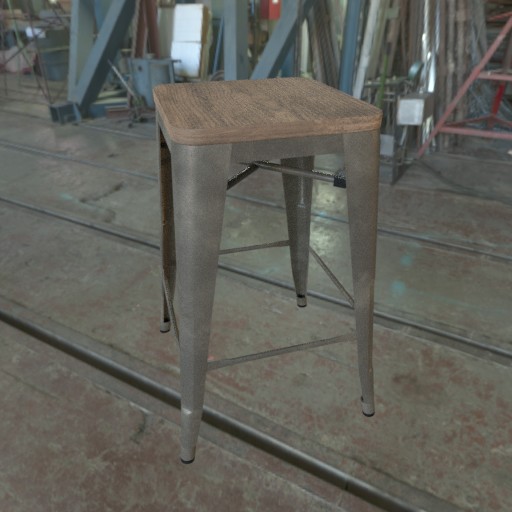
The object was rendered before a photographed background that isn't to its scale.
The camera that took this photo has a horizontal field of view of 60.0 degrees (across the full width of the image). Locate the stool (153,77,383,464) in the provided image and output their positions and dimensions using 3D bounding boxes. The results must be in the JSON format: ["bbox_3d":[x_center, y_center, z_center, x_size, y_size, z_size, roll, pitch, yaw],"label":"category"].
[{"bbox_3d":[0.000,0.000,0.883,0.407,0.607,0.407,-9,32,-14],"label":"stool"}]
